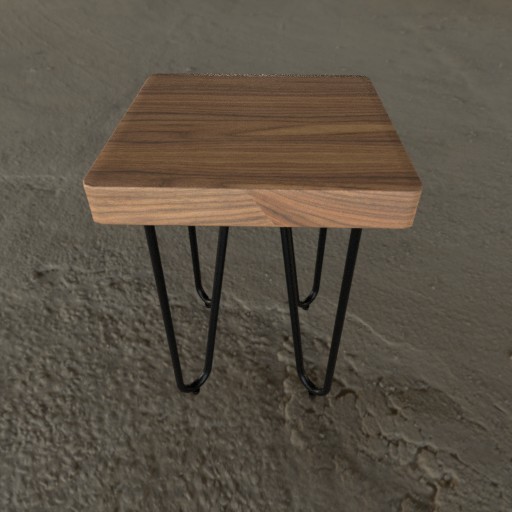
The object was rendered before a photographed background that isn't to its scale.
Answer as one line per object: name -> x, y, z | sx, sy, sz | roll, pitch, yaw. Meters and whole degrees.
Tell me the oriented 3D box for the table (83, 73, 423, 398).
table -> 0.000, 0.000, 0.996 | 0.480, 0.641, 0.479 | 1, 40, 1
